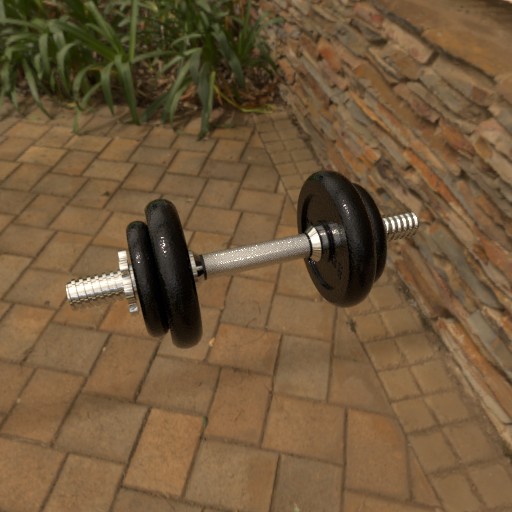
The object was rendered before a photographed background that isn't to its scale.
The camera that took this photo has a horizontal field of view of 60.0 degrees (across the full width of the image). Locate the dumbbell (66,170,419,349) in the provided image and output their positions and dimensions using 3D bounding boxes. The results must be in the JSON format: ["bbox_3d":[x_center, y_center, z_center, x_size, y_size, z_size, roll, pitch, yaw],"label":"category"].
[{"bbox_3d":[0.000,0.000,0.620,0.497,0.202,0.202,-12,44,-13],"label":"dumbbell"}]
